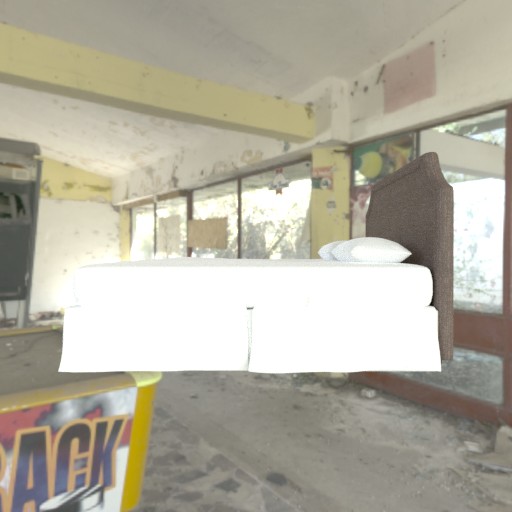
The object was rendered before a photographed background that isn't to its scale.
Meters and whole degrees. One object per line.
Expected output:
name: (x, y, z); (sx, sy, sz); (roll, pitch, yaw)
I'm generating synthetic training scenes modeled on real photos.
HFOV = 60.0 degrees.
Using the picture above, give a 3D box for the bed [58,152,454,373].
bed: (0.000, 0.000, 4.170); (2.773, 1.590, 2.350); (0, 0, 1)
